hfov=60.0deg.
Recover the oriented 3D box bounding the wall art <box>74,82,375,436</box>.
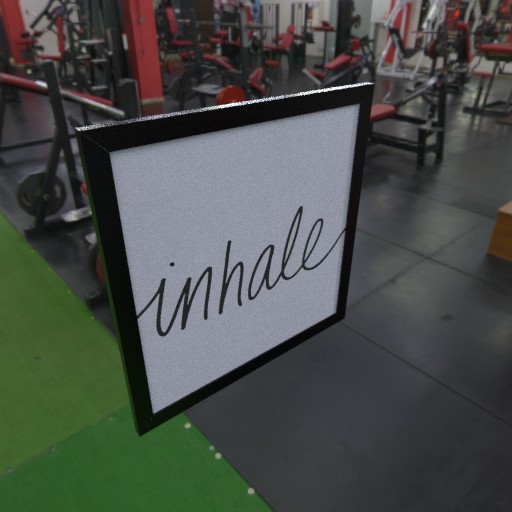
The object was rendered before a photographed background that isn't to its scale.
[{"bbox_3d":[0.000,0.000,0.661,0.446,0.445,0.014,-22,37,-33],"label":"wall art"}]
